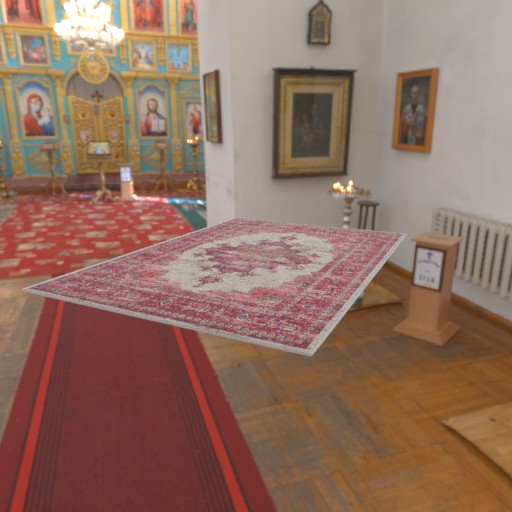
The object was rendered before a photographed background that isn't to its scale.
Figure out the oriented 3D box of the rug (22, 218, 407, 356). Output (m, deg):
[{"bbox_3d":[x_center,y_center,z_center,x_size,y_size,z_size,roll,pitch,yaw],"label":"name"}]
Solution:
[{"bbox_3d":[0.000,0.000,2.873,1.555,0.011,2.232,7,17,25],"label":"rug"}]
